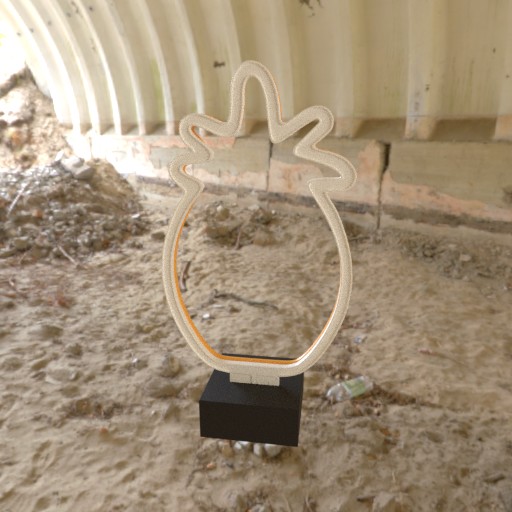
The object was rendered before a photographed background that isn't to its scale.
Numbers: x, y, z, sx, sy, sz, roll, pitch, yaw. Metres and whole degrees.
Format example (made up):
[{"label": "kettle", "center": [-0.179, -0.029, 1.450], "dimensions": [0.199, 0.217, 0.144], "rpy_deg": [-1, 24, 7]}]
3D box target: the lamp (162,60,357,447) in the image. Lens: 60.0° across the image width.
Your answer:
[{"label": "lamp", "center": [0.000, 0.000, 0.392], "dimensions": [0.167, 0.317, 0.088], "rpy_deg": [2, 16, 9]}]
